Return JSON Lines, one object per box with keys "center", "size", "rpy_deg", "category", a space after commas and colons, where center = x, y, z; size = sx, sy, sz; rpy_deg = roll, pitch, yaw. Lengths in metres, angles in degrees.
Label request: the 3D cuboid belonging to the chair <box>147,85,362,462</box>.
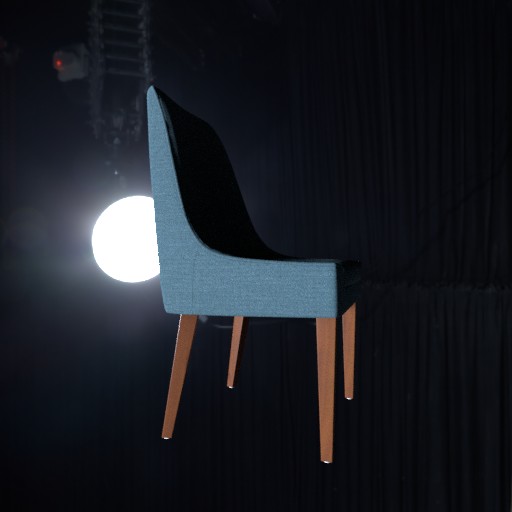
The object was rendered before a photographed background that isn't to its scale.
{"center": [0.000, 0.000, 1.204], "size": [0.544, 0.861, 0.529], "rpy_deg": [0, 0, 18], "category": "chair"}
